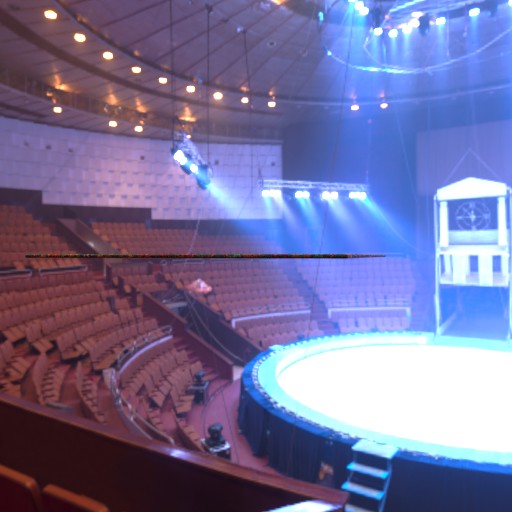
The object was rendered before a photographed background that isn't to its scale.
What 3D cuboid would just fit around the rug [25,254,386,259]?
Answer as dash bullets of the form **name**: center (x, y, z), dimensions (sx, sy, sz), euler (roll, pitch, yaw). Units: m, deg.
- **rug**: center (0.000, 0.000, 2.344), dimensions (1.216, 0.014, 1.836), euler (0, 0, 20)
